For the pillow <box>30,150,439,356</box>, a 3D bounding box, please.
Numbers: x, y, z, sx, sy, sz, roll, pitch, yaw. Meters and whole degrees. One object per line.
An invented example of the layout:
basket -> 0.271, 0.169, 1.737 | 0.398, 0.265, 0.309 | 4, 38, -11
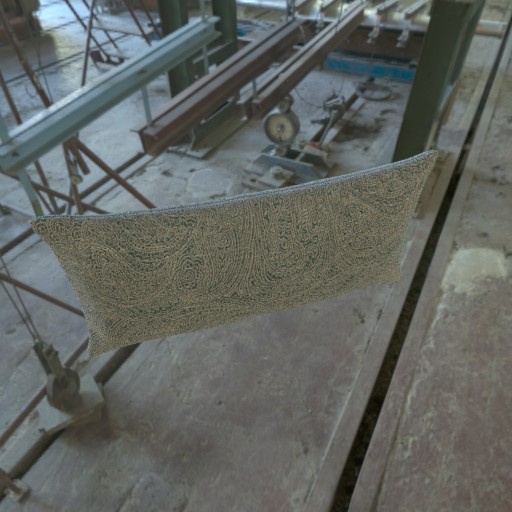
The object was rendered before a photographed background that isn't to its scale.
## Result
pillow -> 0.000, 0.000, 0.739 | 0.615, 0.295, 0.151 | -12, 43, -13
